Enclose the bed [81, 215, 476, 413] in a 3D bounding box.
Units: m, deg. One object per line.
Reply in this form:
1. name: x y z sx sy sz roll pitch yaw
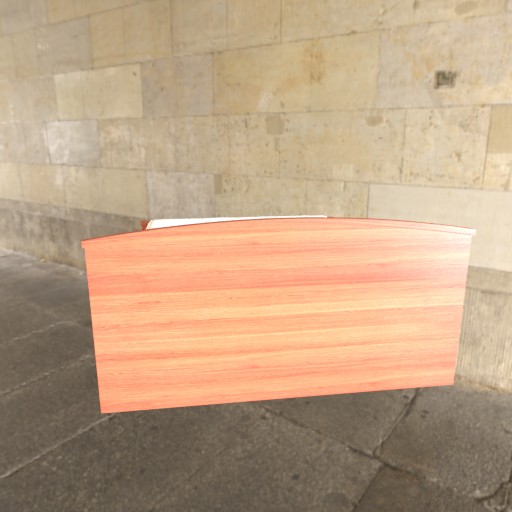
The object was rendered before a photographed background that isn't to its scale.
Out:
1. bed: 0.000 0.000 2.931 1.683 0.848 2.053 -2 15 -8
